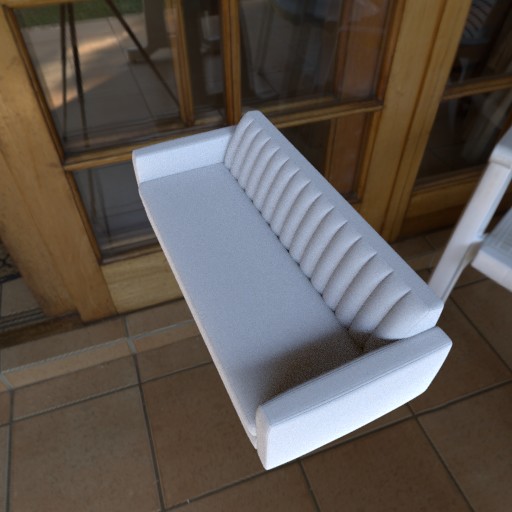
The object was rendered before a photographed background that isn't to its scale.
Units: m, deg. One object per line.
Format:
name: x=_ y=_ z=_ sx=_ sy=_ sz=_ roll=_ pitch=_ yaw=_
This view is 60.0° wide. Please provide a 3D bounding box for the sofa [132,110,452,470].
sofa: x=0.000 y=0.000 z=2.771 sx=0.990 sy=0.821 sz=2.291 roll=-19 pitch=49 yaw=-17
